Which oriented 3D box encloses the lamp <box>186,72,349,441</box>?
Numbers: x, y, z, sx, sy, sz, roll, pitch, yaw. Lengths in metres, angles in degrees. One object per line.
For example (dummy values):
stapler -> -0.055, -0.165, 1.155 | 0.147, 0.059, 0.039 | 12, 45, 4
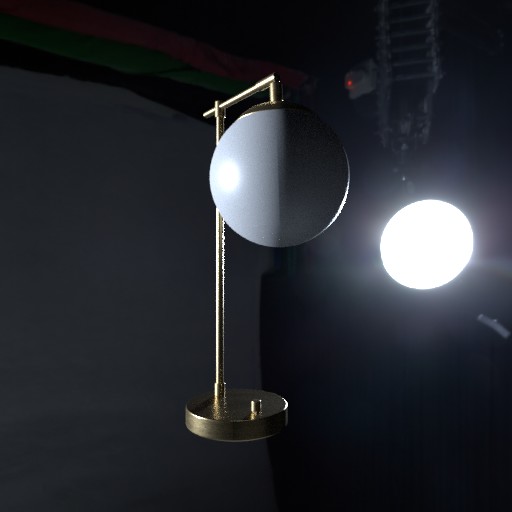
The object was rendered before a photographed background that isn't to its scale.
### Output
lamp -> 0.000, 0.000, 0.709 | 0.207, 0.559, 0.324 | 1, -1, -36
